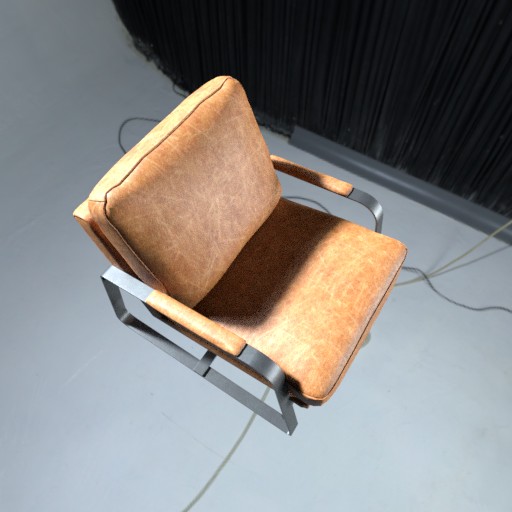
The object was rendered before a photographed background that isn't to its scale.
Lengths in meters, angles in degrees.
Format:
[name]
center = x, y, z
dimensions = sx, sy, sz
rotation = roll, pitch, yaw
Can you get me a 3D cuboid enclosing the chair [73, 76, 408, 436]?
[chair]
center = 0.000, 0.000, 1.365
dimensions = 0.801, 0.777, 0.651
rotation = 29, 63, 16
